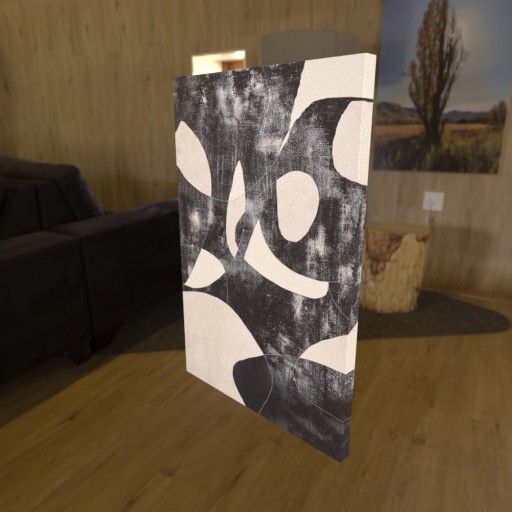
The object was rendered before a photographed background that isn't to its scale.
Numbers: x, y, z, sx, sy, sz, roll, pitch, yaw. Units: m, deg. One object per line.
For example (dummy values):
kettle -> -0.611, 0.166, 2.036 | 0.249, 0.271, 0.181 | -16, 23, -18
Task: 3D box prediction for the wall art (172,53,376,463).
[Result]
wall art -> 0.000, 0.000, 1.166 | 0.610, 0.915, 0.041 | 15, 22, 42
